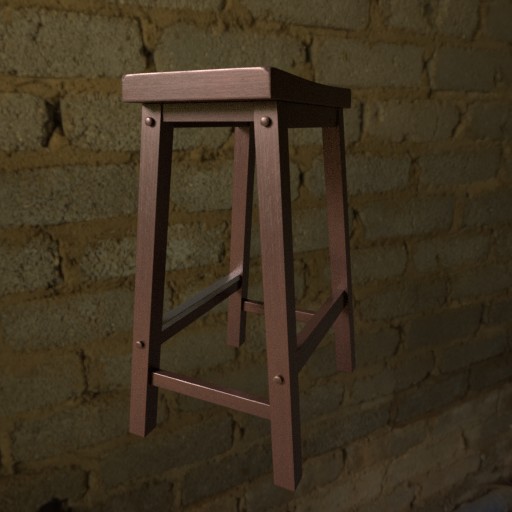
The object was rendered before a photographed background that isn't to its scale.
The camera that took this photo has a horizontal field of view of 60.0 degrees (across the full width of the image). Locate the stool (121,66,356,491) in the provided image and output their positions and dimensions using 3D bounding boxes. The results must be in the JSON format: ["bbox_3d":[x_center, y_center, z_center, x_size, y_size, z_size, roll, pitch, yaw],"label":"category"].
[{"bbox_3d":[0.000,0.000,0.834,0.322,0.610,0.406,8,18,24],"label":"stool"}]
